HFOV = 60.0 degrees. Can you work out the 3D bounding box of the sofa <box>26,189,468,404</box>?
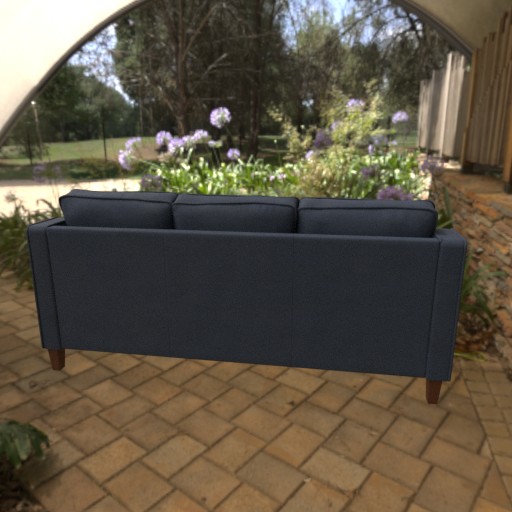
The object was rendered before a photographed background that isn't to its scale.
[{"bbox_3d":[0.000,0.000,3.214,2.317,1.066,1.858,2,14,9],"label":"sofa"}]
